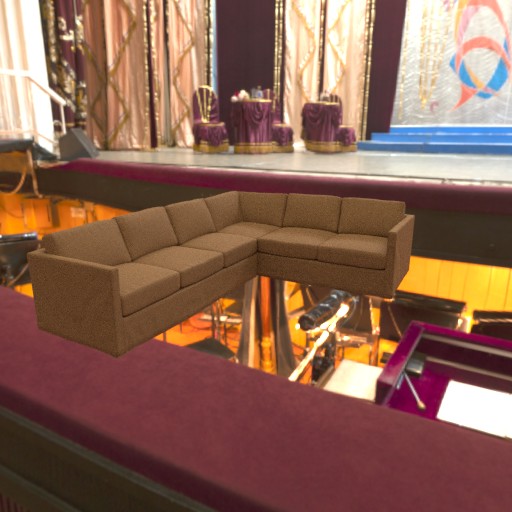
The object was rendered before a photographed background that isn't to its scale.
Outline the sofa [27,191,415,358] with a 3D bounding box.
[{"bbox_3d":[0.000,0.000,4.350,2.432,0.871,3.182,9,18,27],"label":"sofa"}]
